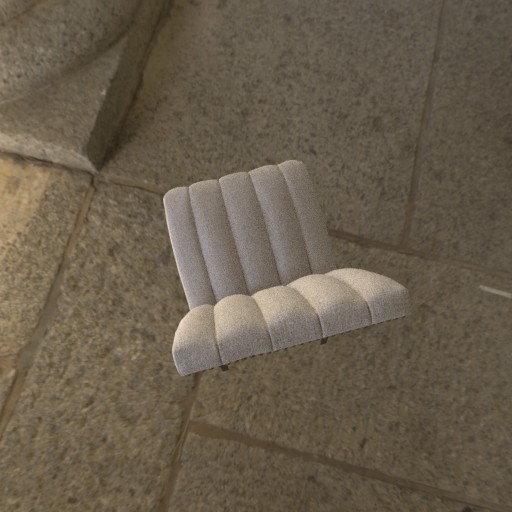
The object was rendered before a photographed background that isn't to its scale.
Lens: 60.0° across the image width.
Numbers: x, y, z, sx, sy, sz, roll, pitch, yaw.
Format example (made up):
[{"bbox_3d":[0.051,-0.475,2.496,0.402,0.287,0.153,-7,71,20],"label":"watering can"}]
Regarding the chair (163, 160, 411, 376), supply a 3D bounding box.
[{"bbox_3d":[0.000,0.000,1.410,0.511,1.016,0.647,-14,75,-4],"label":"chair"}]
